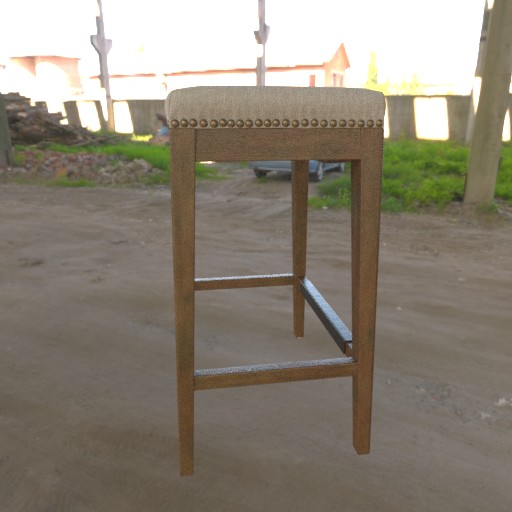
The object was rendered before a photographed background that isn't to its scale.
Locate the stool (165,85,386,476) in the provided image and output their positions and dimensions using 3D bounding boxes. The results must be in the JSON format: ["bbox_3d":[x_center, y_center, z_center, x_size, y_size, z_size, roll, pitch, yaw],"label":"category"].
[{"bbox_3d":[0.000,0.000,0.958,0.356,0.660,0.508,-3,17,-9],"label":"stool"}]
